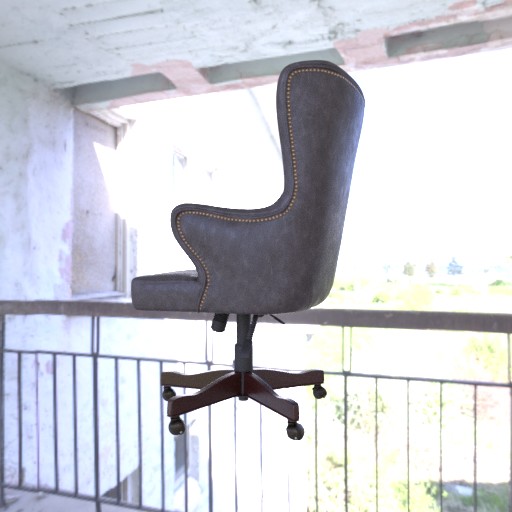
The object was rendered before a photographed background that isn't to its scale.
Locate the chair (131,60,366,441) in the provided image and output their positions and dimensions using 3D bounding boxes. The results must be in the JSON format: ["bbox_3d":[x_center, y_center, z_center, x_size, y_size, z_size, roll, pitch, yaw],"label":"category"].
[{"bbox_3d":[0.000,0.000,1.490,0.717,1.037,0.594,0,-1,18],"label":"chair"}]
